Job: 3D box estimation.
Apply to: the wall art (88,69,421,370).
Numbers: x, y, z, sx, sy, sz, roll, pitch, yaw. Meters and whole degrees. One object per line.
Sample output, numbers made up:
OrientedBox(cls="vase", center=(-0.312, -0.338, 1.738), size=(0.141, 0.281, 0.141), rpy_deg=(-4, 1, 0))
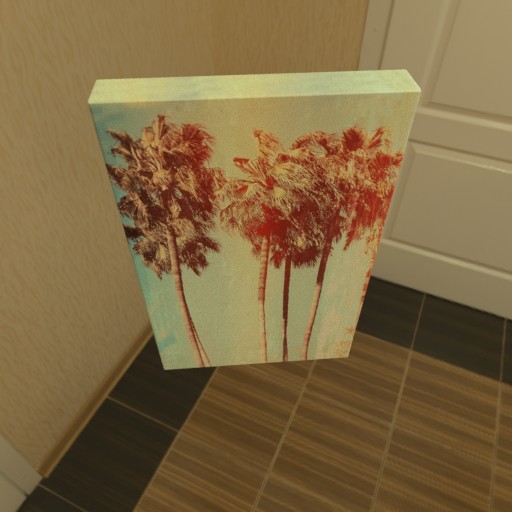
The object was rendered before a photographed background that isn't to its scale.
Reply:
OrientedBox(cls="wall art", center=(0.000, 0.000, 0.479), size=(0.251, 0.380, 0.039), rpy_deg=(-3, 46, -3))
